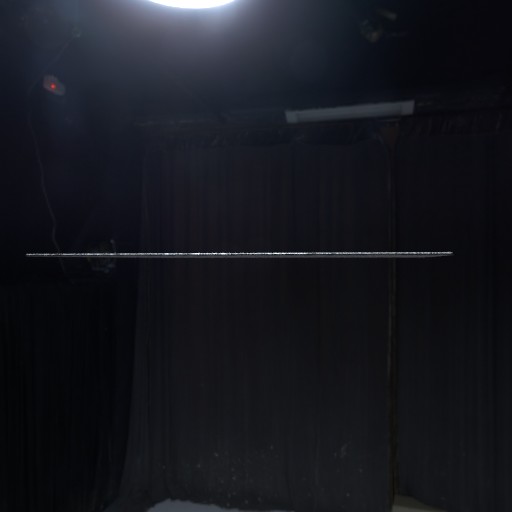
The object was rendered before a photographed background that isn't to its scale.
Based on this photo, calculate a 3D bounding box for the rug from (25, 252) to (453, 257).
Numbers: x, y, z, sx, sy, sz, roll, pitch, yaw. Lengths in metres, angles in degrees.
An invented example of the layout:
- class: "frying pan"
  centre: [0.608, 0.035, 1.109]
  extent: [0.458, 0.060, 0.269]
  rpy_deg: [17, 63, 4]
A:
- class: "rug"
  centre: [0.000, 0.000, 3.005]
  extent: [2.261, 0.013, 1.676]
  rpy_deg: [0, 0, 17]
